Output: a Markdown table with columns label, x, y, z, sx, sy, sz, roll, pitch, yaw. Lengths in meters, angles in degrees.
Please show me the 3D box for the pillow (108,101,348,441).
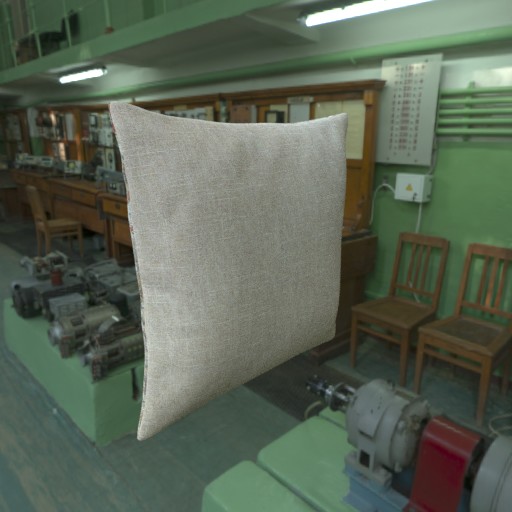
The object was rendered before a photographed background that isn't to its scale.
| label | x | y | z | sx | sy | sz | roll | pitch | yaw |
| --- | --- | --- | --- | --- | --- | --- | --- | --- | --- |
| pillow | 0.000 | 0.000 | 0.798 | 0.523 | 0.506 | 0.166 | -15 | 22 | -43 |
